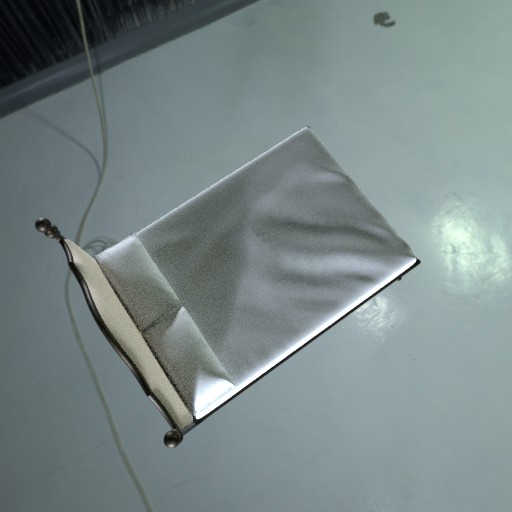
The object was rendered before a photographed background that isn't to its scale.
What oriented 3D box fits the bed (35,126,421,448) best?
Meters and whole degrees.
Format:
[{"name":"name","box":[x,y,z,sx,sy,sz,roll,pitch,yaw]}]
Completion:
[{"name":"bed","box":[0.000,0.000,3.293,2.170,1.462,1.533,-34,77,-9]}]
